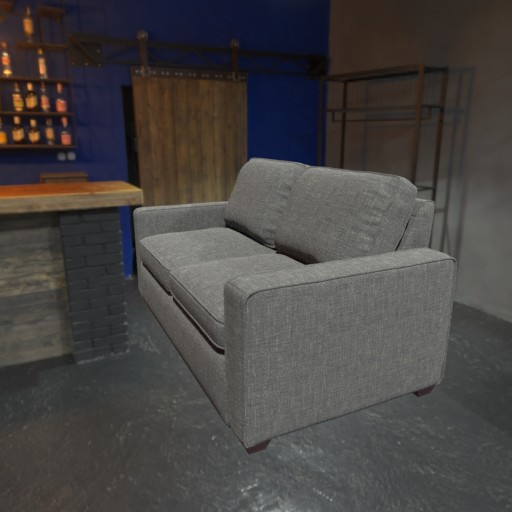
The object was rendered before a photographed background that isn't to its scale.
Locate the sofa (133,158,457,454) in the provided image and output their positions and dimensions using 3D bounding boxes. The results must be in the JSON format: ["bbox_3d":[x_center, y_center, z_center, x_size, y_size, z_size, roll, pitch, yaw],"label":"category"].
[{"bbox_3d":[0.000,0.000,2.283,0.947,0.918,1.709,-7,17,-25],"label":"sofa"}]
